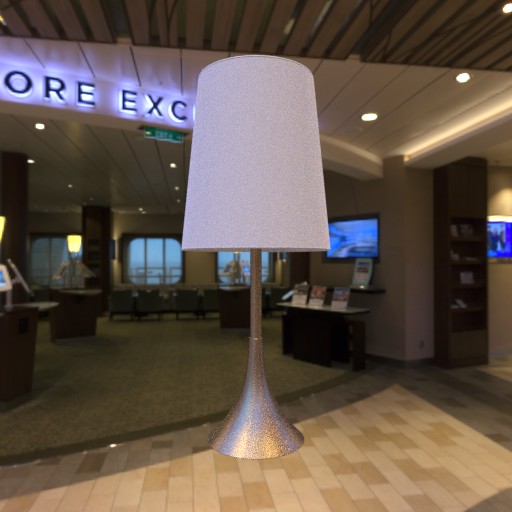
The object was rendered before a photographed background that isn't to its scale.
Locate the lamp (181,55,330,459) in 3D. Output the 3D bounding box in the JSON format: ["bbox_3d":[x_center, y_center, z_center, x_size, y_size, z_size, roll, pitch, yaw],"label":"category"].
[{"bbox_3d":[0.000,0.000,0.696,0.231,0.569,0.231,0,-1,0],"label":"lamp"}]
